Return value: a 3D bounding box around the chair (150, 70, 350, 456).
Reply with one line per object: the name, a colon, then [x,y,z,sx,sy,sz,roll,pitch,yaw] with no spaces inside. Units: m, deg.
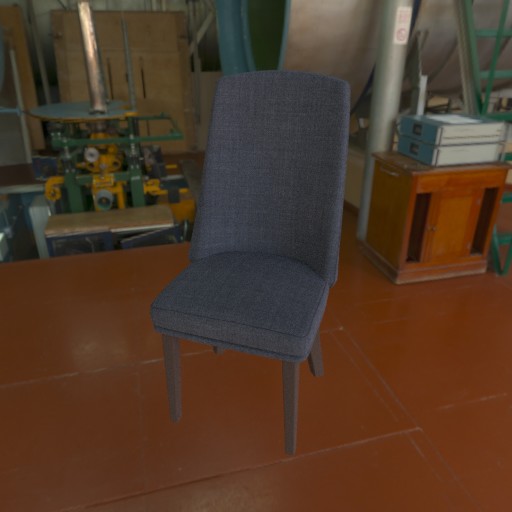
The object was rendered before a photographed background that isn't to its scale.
chair: [0.000,0.000,1.399,0.510,1.050,0.577,9,28,17]
